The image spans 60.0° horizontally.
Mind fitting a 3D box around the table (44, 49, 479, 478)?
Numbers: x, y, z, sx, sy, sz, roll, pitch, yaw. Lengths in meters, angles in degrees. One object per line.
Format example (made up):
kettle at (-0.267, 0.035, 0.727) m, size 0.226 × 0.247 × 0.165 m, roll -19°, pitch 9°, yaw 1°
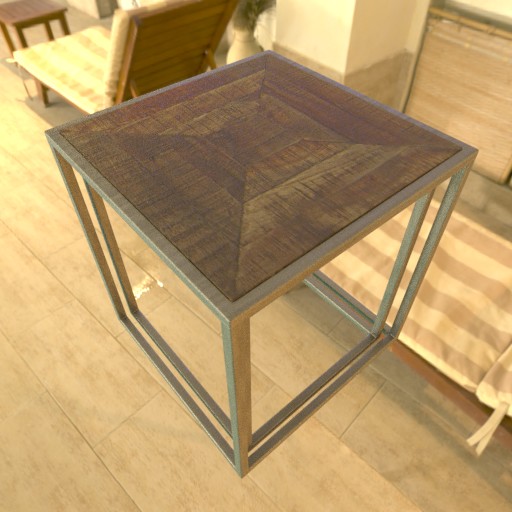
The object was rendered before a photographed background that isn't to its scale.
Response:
table at (0.000, 0.000, 0.824) m, size 0.450 × 0.500 × 0.449 m, roll -32°, pitch 55°, yaw -26°
